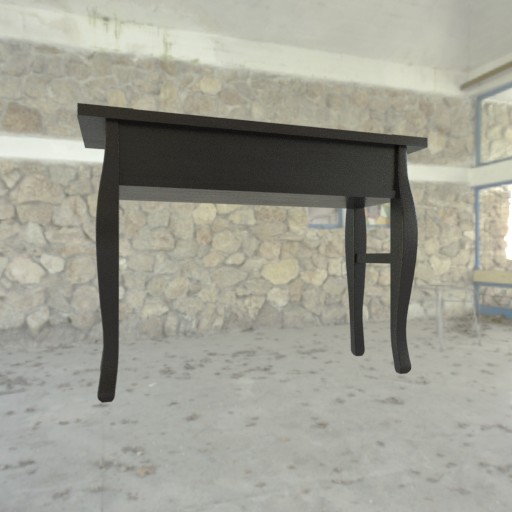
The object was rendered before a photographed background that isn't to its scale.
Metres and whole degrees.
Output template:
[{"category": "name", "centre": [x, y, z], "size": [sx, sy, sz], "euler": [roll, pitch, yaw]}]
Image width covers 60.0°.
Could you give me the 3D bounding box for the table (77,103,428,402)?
[{"category": "table", "centre": [0.000, 0.000, 1.446], "size": [1.062, 0.768, 0.373], "euler": [0, 0, -18]}]
